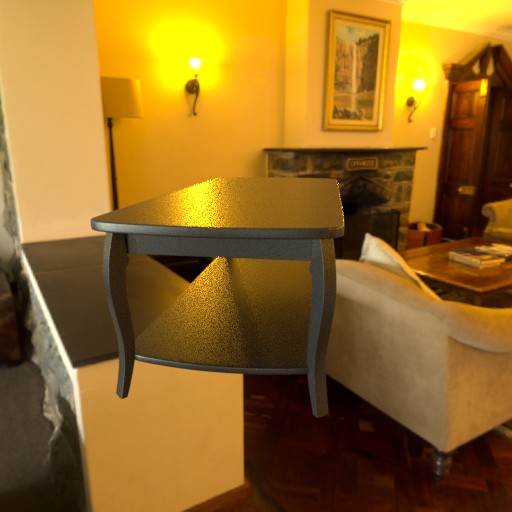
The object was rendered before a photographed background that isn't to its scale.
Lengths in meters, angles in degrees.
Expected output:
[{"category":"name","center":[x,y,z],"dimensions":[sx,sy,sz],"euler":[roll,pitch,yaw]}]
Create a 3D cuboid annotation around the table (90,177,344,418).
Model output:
[{"category":"table","center":[0.000,0.000,1.588],"dimensions":[0.571,0.457,1.333],"euler":[2,15,9]}]
